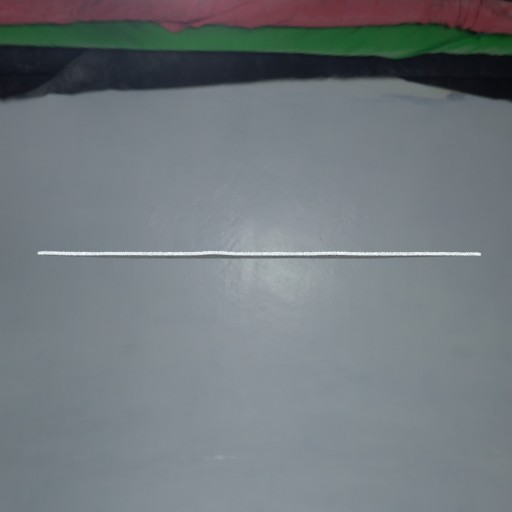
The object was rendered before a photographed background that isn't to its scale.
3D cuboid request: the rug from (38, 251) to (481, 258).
[{"bbox_3d":[0.000,0.000,0.908,0.639,0.006,0.548,0,-1,-2],"label":"rug"}]
